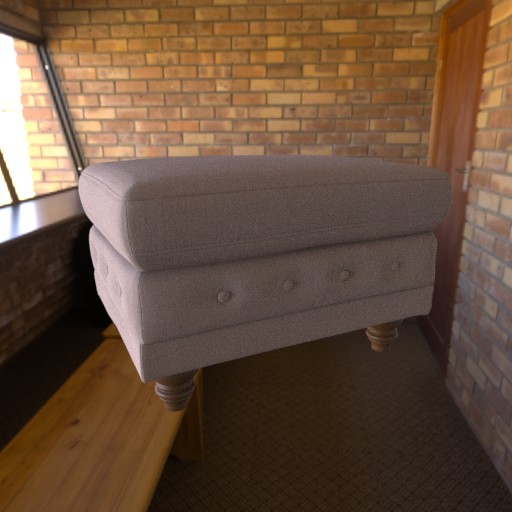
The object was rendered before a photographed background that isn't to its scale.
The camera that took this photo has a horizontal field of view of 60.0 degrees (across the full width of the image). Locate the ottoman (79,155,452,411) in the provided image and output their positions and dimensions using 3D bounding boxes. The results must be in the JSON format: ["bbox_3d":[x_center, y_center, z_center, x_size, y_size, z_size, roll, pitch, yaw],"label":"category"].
[{"bbox_3d":[0.000,0.000,1.137,0.771,0.500,0.569,-8,17,-26],"label":"ottoman"}]
